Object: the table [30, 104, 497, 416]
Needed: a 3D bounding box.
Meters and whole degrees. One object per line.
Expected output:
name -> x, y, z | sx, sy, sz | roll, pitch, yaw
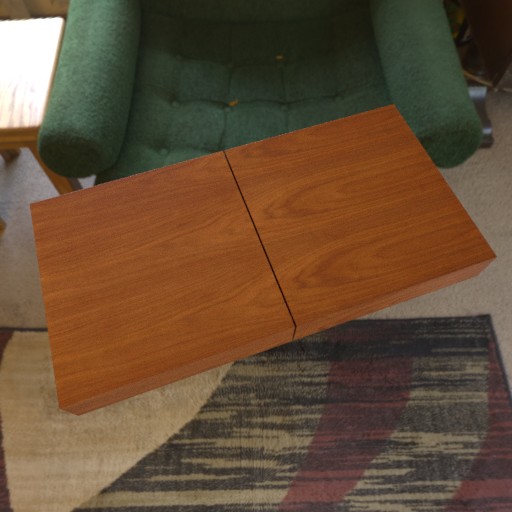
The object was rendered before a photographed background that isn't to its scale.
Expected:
table -> 0.000, 0.000, 1.407 | 1.194, 0.330, 0.610 | -18, 64, -9
